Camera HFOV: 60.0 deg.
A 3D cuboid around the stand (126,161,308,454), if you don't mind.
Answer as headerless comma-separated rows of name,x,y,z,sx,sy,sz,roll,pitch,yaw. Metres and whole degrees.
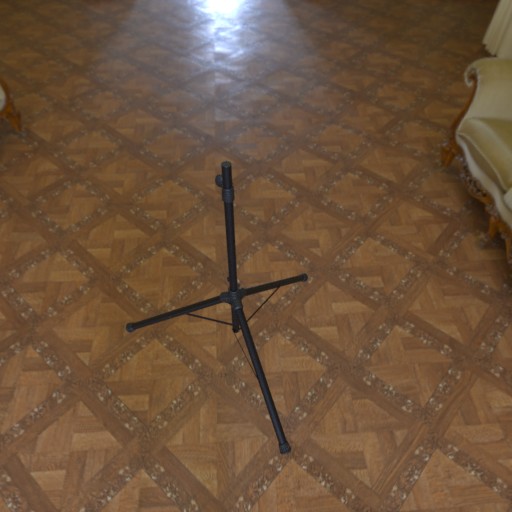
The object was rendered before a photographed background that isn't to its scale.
stand,0.000,0.000,1.928,1.045,1.136,0.907,32,55,26
